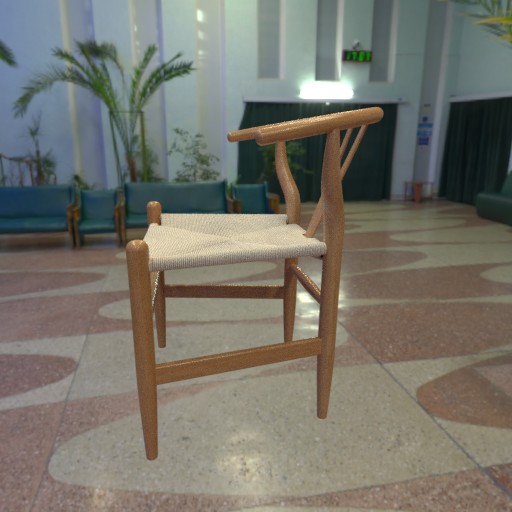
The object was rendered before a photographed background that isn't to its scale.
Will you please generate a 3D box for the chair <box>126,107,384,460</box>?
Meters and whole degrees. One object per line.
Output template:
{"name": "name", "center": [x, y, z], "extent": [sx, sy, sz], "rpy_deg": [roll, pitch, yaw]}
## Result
{"name": "chair", "center": [0.000, 0.000, 1.148], "extent": [0.579, 0.730, 0.569], "rpy_deg": [-2, 15, -9]}
